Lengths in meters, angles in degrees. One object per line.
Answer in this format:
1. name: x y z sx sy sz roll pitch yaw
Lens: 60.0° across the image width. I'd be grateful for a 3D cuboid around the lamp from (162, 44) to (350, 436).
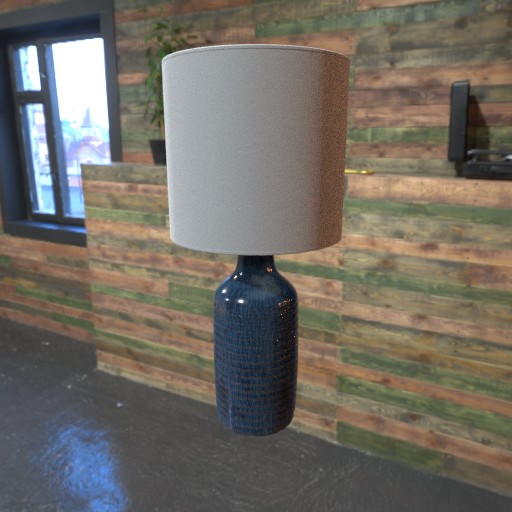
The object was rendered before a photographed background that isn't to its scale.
1. lamp: 0.000 0.000 0.589 0.220 0.475 0.220 8 16 28
